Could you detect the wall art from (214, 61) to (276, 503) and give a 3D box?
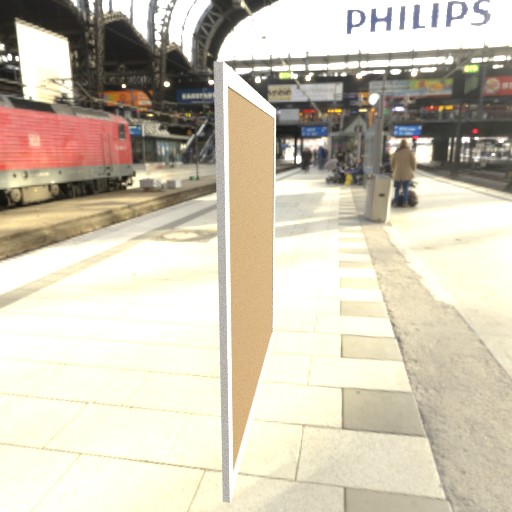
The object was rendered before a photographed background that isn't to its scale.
[{"bbox_3d":[0.000,0.000,1.175,0.015,0.812,0.812,2,13,8],"label":"wall art"}]
